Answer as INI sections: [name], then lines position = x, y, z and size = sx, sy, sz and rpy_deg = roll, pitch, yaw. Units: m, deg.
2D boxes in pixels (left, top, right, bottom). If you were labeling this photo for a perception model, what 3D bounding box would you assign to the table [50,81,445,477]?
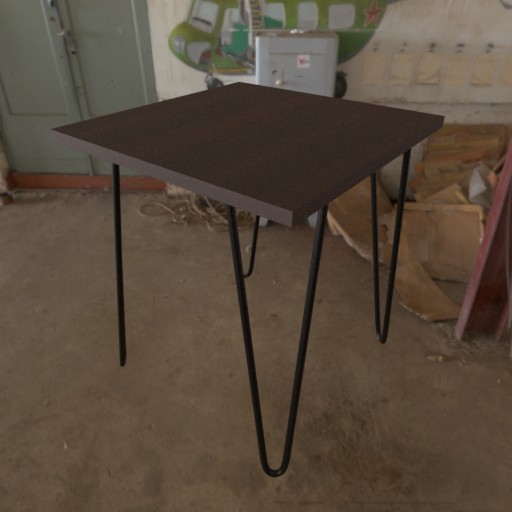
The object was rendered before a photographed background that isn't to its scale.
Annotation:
[table]
position = 0.000, 0.000, 0.931
size = 0.495, 0.559, 0.495
rpy_deg = 23, 39, 32
